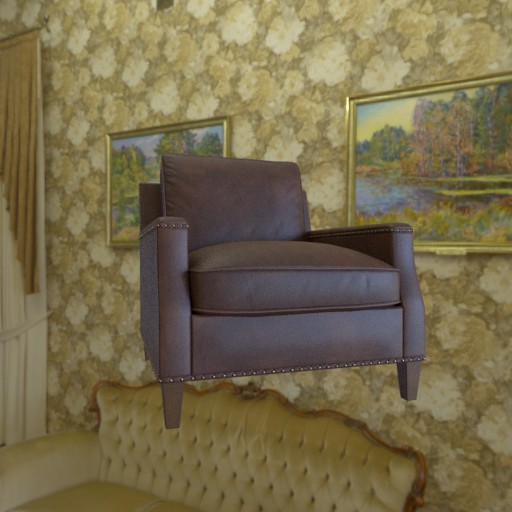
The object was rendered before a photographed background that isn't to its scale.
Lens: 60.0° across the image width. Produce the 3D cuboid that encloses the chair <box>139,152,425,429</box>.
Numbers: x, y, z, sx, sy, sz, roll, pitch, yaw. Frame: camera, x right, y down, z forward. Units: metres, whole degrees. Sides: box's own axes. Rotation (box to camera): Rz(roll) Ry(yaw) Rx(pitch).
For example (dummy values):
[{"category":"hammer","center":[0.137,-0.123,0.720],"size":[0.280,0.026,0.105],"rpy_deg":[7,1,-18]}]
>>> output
[{"category":"chair","center":[0.000,0.000,1.746],"size":[0.853,0.929,1.014],"rpy_deg":[0,0,-18]}]
